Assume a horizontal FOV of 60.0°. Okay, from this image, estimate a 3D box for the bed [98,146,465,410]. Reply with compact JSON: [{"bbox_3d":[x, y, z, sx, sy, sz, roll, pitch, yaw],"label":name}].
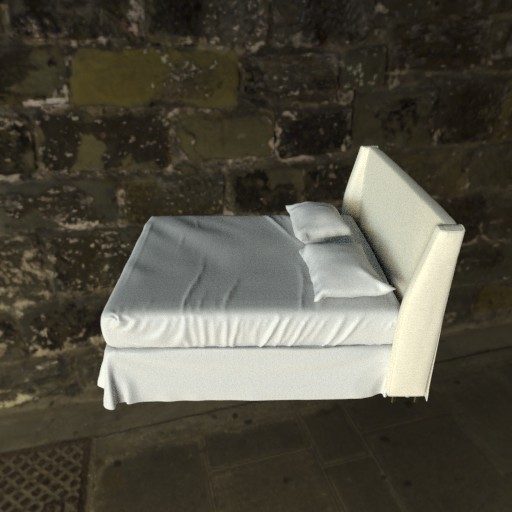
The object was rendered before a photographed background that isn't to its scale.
[{"bbox_3d":[0.000,0.000,3.522,2.276,1.332,1.925,0,28,-1],"label":"bed"}]
